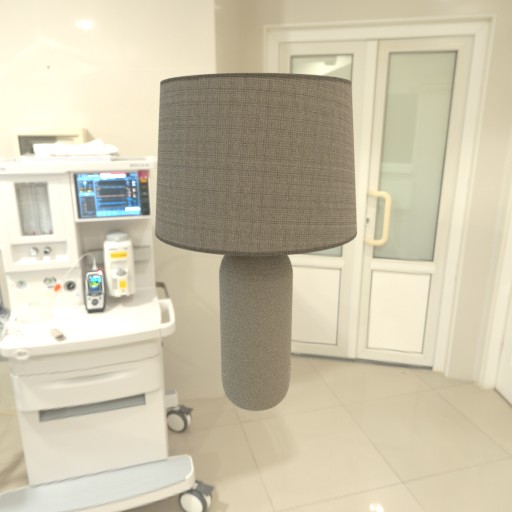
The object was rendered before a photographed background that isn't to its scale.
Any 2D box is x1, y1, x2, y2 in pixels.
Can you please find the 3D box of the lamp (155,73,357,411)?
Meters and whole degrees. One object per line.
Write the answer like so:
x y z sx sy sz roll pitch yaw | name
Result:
0.000 0.000 0.838 0.367 0.609 0.367 0 16 0 | lamp
